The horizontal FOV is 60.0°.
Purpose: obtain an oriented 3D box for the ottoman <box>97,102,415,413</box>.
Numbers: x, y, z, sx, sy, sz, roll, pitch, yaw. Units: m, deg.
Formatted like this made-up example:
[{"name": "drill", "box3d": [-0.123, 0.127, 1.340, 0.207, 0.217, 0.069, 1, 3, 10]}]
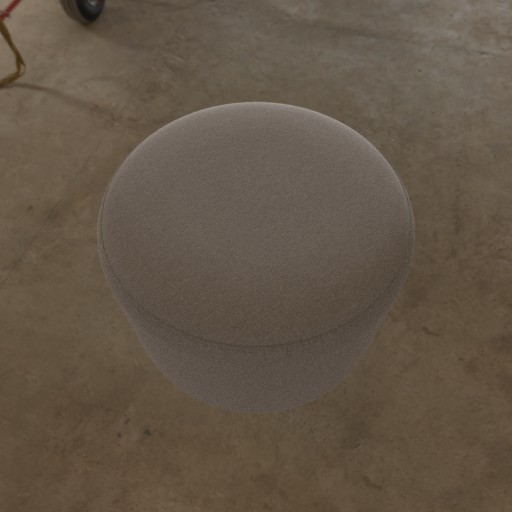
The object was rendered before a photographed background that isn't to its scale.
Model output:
[{"name": "ottoman", "box3d": [0.000, 0.000, 0.990, 0.608, 0.433, 0.608, 0, 57, 0]}]
